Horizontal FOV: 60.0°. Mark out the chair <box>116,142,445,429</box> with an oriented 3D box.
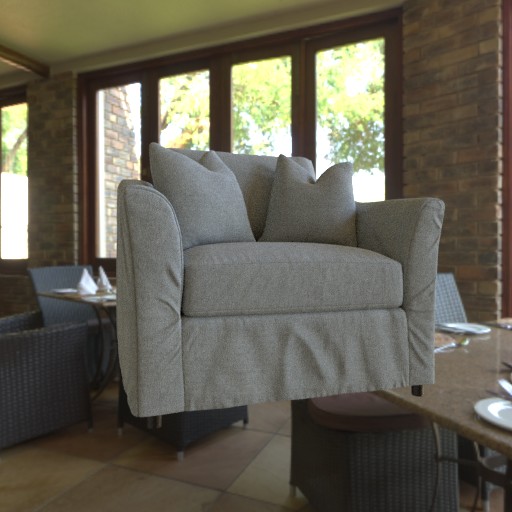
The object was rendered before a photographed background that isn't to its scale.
[{"bbox_3d":[0.000,0.000,2.002,1.194,1.059,1.071,0,1,-18],"label":"chair"}]
